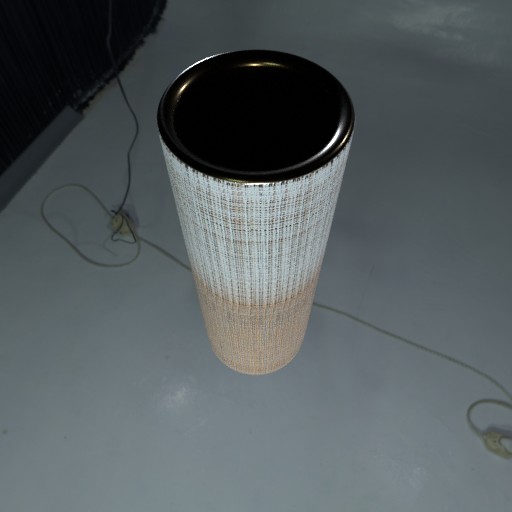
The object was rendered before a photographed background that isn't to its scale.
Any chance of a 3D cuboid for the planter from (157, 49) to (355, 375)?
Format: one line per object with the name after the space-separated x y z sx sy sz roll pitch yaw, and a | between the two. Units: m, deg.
0.000 0.000 0.337 0.099 0.278 0.099 16 59 10 | planter
